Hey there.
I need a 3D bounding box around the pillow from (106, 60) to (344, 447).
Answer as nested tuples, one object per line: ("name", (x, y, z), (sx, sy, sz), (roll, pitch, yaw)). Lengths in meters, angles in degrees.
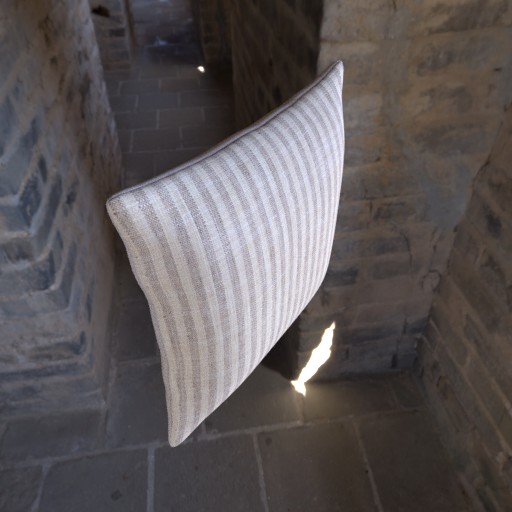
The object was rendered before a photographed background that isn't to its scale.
("pillow", (0.000, 0.000, 0.763), (0.166, 0.510, 0.523), (25, 47, 25))
